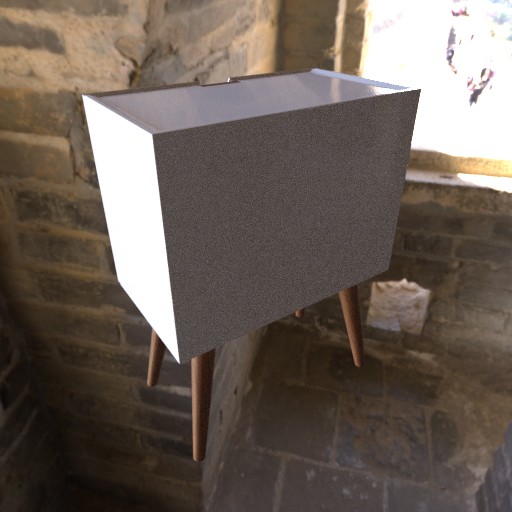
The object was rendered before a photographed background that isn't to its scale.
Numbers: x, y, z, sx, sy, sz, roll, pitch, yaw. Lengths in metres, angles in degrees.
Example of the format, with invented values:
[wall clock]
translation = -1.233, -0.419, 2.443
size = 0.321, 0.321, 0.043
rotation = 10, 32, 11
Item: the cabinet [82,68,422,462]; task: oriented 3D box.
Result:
[cabinet]
translation = 0.000, 0.000, 1.086
size = 0.591, 0.772, 0.344
rotation = -20, 36, -29
